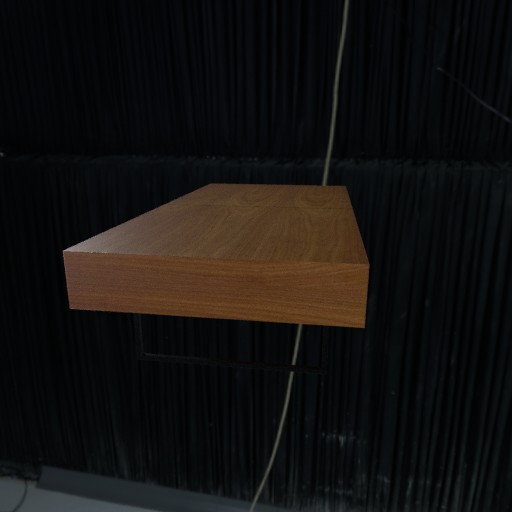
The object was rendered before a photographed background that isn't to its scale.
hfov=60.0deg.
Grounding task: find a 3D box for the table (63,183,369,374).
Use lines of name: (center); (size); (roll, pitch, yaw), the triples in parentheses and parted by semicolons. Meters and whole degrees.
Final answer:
table: (0.000, 0.000, 1.471); (0.610, 0.330, 1.194); (2, 16, 9)
